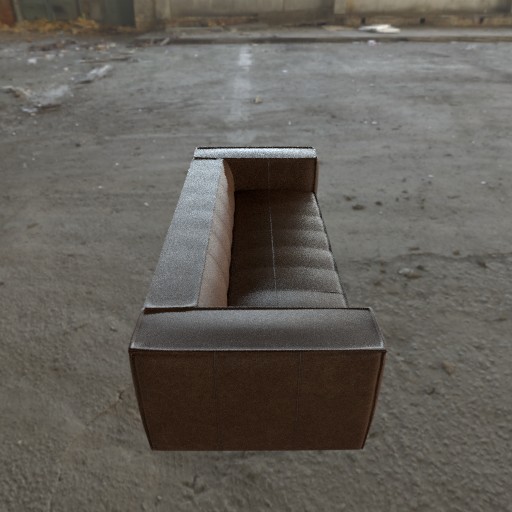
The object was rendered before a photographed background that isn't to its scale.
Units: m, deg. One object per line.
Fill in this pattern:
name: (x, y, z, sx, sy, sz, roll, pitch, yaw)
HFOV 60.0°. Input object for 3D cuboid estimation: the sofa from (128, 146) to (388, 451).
sofa: (0.000, 0.000, 2.999, 1.102, 0.701, 2.581, 0, 32, 0)
